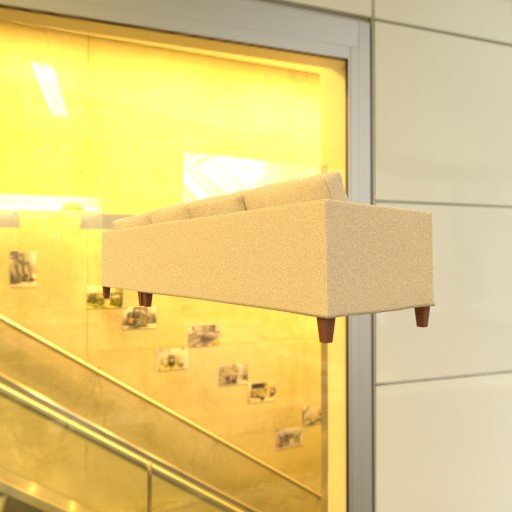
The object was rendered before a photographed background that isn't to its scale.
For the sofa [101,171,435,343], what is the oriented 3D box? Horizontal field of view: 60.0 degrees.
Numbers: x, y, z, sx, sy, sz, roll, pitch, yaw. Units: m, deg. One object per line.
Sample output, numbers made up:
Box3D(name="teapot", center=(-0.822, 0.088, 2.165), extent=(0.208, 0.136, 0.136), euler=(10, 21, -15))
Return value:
Box3D(name="sofa", center=(0.000, 0.000, 3.812), extent=(1.625, 0.861, 3.186), euler=(0, -1, -38))
